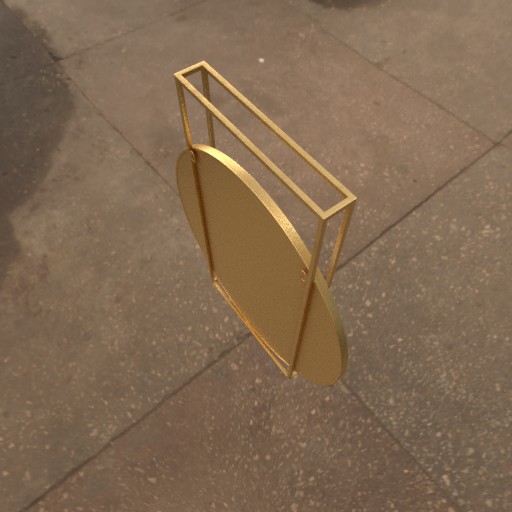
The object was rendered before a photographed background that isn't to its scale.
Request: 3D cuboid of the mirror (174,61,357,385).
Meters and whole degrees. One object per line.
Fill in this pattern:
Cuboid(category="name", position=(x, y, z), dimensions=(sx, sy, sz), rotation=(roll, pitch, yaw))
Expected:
Cuboid(category="mirror", position=(0.000, 0.000, 0.815), dimensions=(0.051, 0.603, 0.508), rotation=(-32, 64, -19))
